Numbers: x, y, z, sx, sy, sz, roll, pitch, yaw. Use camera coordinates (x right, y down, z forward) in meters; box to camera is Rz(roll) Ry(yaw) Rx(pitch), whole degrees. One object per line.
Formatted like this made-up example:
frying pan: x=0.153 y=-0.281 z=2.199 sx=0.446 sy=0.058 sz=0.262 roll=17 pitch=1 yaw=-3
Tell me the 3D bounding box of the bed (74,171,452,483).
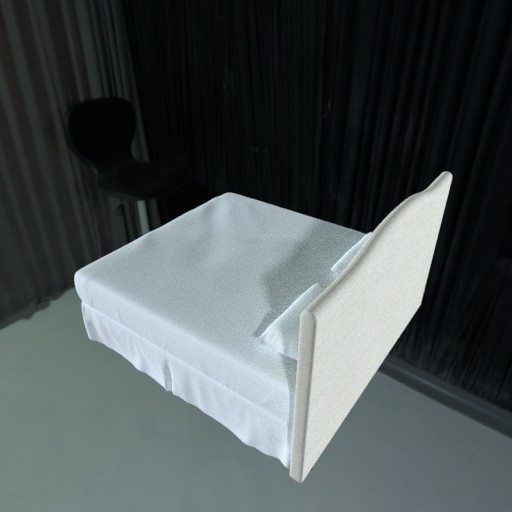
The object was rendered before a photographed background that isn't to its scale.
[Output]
bed: x=0.000 y=0.000 z=3.491 sx=2.182 sy=1.421 sz=2.083 roll=21 pitch=38 yaw=30
